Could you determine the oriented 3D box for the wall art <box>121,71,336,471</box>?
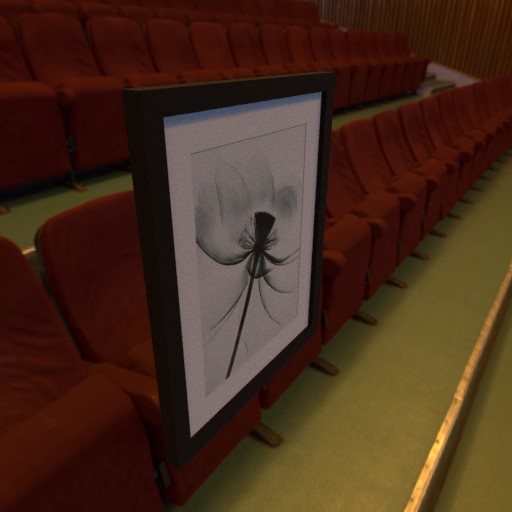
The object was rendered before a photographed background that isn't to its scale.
[{"bbox_3d":[0.000,0.000,0.750,0.029,0.559,0.457,17,30,31],"label":"wall art"}]
